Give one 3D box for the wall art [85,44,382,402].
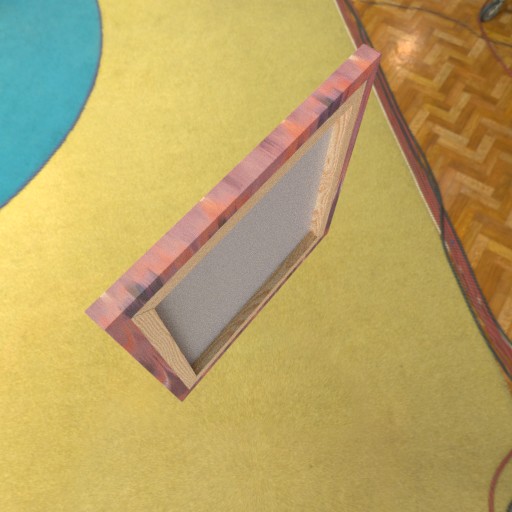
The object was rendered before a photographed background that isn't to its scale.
[{"bbox_3d":[0.000,0.000,0.900,0.037,0.609,0.603,37,70,16],"label":"wall art"}]
